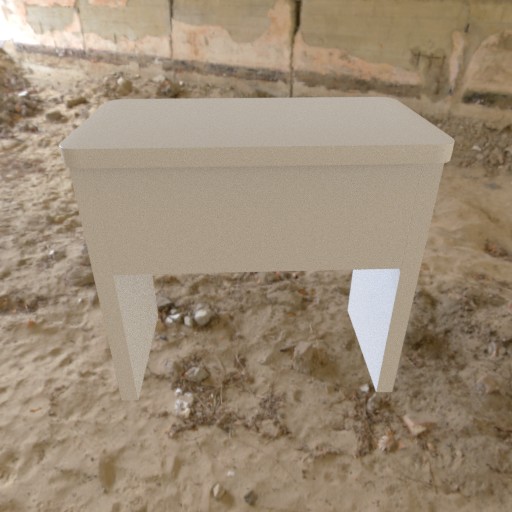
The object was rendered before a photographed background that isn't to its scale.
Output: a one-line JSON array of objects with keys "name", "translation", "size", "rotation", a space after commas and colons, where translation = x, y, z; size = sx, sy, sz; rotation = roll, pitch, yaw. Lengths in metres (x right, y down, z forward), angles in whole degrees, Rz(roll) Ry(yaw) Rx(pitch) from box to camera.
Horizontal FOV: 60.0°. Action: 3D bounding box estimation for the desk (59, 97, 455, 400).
[{"name": "desk", "translation": [0.000, 0.000, 1.241], "size": [0.790, 0.760, 0.446], "rotation": [-1, 31, -2]}]
